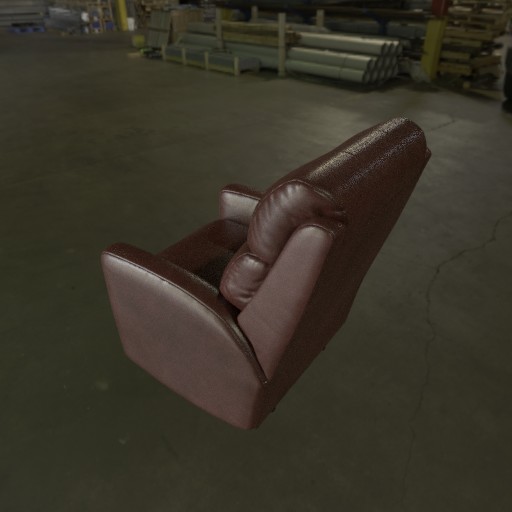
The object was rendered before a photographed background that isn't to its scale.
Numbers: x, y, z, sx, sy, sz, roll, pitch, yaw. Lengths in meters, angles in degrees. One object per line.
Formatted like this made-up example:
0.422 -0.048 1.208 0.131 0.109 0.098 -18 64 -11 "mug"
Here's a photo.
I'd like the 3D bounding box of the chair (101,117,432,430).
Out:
0.000 0.000 1.664 0.939 1.016 0.787 21 38 29 "chair"
